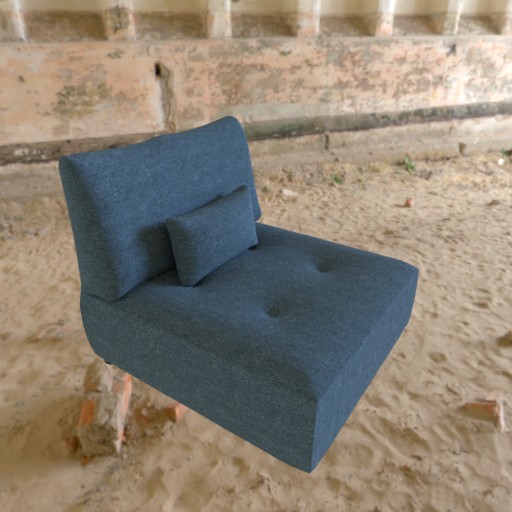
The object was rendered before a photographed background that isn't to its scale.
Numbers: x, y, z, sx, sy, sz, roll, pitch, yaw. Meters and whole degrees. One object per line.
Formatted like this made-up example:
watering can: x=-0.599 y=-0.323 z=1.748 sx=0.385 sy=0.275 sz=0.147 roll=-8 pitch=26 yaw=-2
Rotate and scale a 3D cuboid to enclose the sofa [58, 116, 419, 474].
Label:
sofa: x=0.000 y=0.000 z=1.675 sx=1.000 sy=0.820 sz=0.930 roll=17 pitch=32 yaw=30
